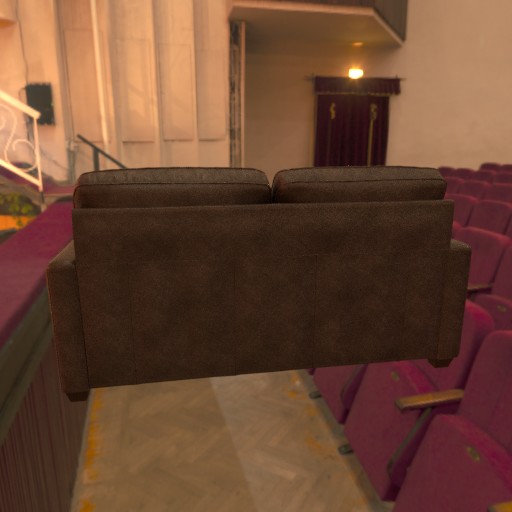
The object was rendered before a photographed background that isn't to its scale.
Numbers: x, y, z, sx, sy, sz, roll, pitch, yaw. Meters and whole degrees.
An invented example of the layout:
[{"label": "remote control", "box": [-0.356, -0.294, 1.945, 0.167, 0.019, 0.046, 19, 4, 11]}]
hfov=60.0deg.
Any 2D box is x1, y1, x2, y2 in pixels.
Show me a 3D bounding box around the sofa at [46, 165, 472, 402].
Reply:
[{"label": "sofa", "box": [0.000, 0.000, 2.203, 1.732, 0.916, 0.939, -3, 15, -10]}]
